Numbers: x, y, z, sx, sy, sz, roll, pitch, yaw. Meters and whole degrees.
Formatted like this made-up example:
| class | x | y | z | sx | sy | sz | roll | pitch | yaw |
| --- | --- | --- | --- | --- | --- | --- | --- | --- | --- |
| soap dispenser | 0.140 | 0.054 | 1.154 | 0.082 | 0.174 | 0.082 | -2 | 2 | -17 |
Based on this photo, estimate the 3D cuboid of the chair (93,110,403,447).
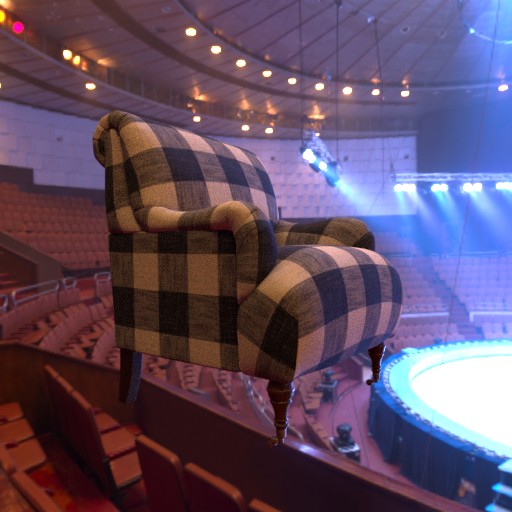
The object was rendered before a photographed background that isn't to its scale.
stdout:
| class | x | y | z | sx | sy | sz | roll | pitch | yaw |
| --- | --- | --- | --- | --- | --- | --- | --- | --- | --- |
| chair | 0.000 | 0.000 | 1.540 | 0.848 | 0.953 | 0.781 | 0 | 0 | 36 |
